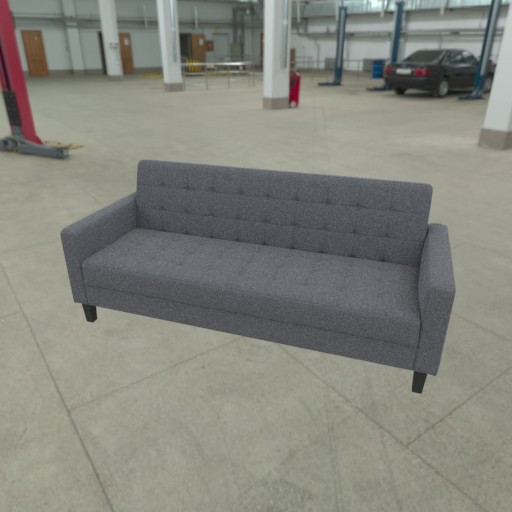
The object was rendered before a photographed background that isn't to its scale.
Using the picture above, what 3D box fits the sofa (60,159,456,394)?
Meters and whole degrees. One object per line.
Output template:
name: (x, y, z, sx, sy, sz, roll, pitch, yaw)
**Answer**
sofa: (0.000, 0.000, 2.533, 2.040, 0.850, 0.810, 8, 27, 17)
